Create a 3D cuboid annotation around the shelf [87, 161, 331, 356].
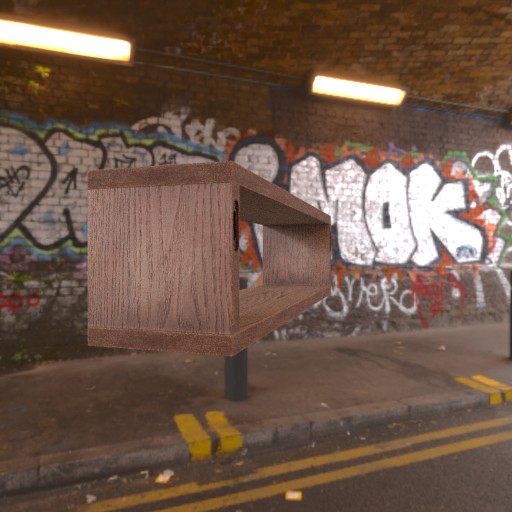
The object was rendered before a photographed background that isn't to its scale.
[{"bbox_3d":[0.000,0.000,0.698,0.150,0.170,0.610,0,0,18],"label":"shelf"}]
